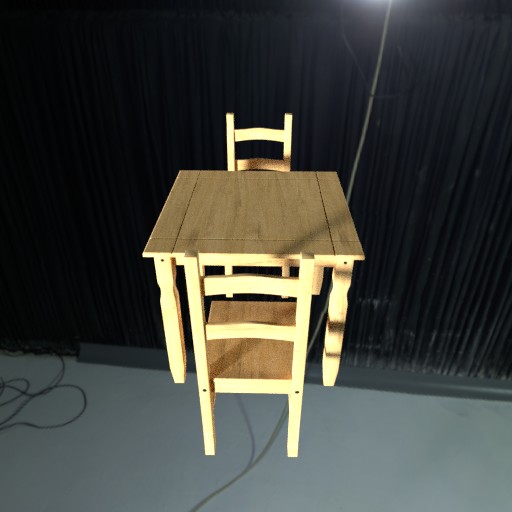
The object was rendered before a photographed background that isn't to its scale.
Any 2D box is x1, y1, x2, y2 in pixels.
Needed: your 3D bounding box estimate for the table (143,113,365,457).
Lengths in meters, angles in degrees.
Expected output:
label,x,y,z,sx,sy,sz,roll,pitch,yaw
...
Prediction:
label,x,y,z,sx,sy,sz,roll,pitch,yaw
table,0.000,0.000,2.104,0.813,0.942,1.501,1,33,1
